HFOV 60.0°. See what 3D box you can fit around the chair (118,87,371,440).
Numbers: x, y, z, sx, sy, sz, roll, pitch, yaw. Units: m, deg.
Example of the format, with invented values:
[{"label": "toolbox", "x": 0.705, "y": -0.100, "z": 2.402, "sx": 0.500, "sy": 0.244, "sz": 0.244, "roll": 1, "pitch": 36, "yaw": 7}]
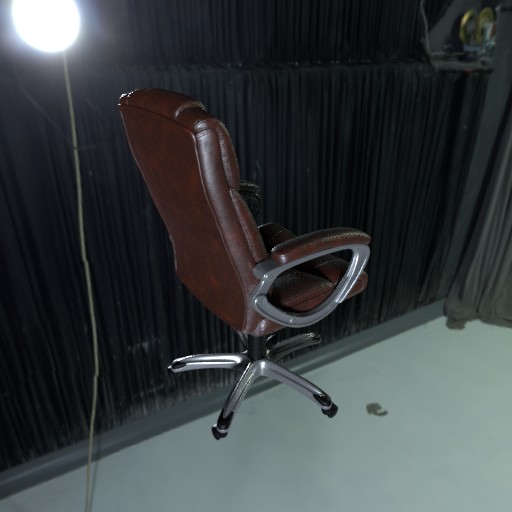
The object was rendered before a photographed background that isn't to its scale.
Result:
[{"label": "chair", "x": 0.000, "y": 0.000, "z": 1.548, "sx": 0.692, "sy": 1.128, "sz": 0.656, "roll": -17, "pitch": 32, "yaw": -31}]
